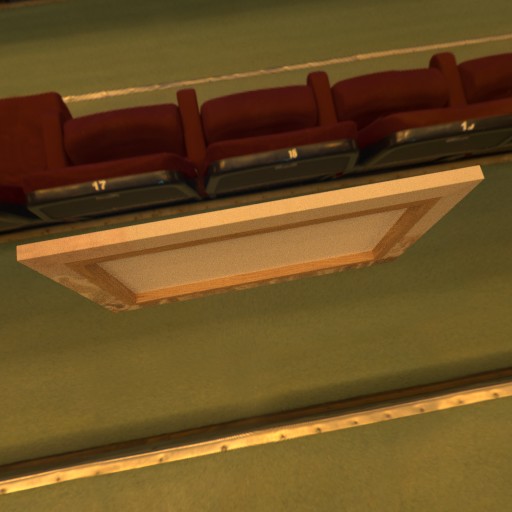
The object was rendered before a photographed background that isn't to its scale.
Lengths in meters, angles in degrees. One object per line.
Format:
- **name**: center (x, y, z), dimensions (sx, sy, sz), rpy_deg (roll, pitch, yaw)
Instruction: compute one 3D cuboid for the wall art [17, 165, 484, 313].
- **wall art**: center (0.000, 0.000, 1.432), dimensions (1.142, 0.758, 0.041), rpy_deg (-10, 74, -3)
